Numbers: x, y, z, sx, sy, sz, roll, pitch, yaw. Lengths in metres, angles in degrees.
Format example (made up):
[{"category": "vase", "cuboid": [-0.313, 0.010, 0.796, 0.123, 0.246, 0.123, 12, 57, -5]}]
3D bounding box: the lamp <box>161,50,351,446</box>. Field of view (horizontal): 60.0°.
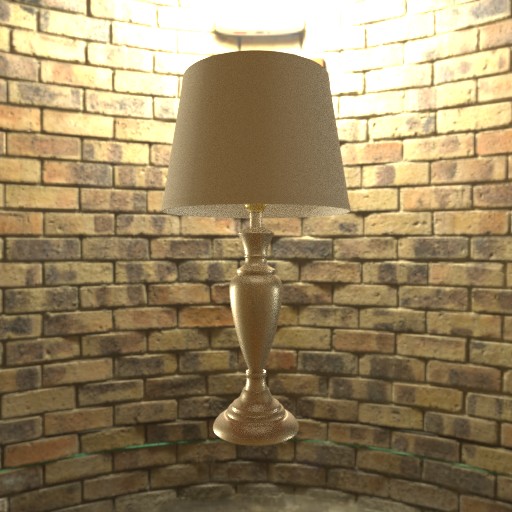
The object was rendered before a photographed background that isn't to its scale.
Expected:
[{"category": "lamp", "cuboid": [0.000, 0.000, 0.785, 0.328, 0.612, 0.328, 0, 1, 0]}]
